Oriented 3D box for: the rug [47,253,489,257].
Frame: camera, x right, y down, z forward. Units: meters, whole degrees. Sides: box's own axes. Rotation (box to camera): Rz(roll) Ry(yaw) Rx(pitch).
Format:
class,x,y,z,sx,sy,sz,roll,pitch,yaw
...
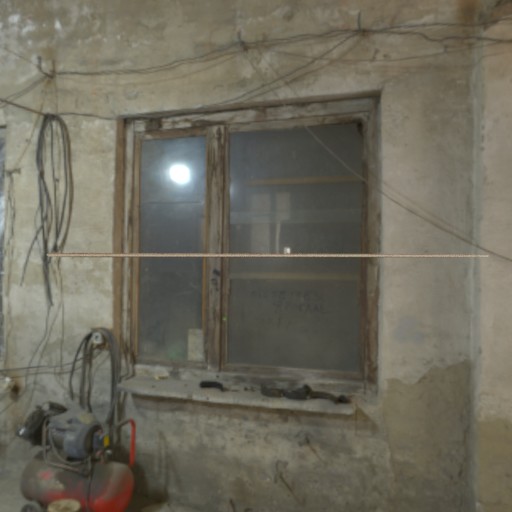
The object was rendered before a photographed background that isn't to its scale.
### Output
class,x,y,z,sx,sy,sz,roll,pitch,yaw
rug,0.000,0.000,2.318,1.839,0.012,1.219,0,0,-18
